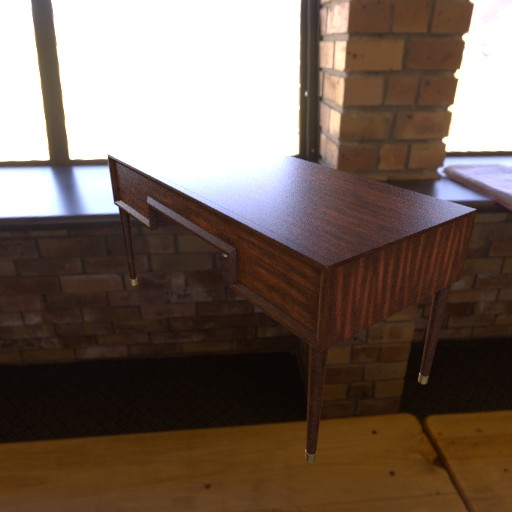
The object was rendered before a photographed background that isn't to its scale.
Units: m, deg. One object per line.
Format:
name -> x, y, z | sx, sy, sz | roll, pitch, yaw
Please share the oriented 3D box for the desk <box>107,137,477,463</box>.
desk -> 0.000, 0.000, 2.051 | 0.724, 0.762, 1.575 | -18, 31, -33
